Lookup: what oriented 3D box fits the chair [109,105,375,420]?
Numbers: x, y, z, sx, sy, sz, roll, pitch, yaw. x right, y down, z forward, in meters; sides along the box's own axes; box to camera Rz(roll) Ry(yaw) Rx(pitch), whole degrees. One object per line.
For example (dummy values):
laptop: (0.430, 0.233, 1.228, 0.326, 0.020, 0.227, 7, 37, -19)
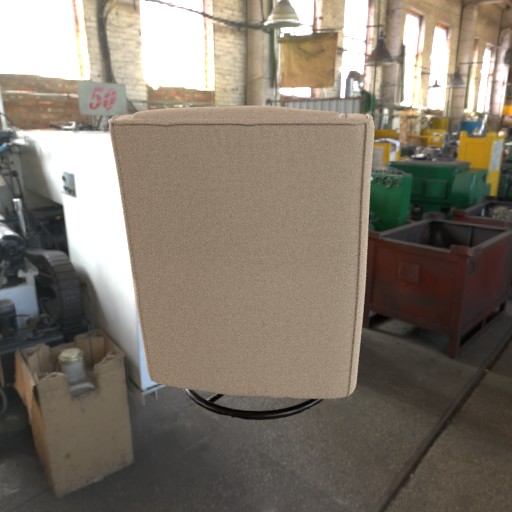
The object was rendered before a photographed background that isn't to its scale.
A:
chair: (0.000, 0.000, 1.590, 0.732, 0.993, 0.879, 2, 16, 7)
